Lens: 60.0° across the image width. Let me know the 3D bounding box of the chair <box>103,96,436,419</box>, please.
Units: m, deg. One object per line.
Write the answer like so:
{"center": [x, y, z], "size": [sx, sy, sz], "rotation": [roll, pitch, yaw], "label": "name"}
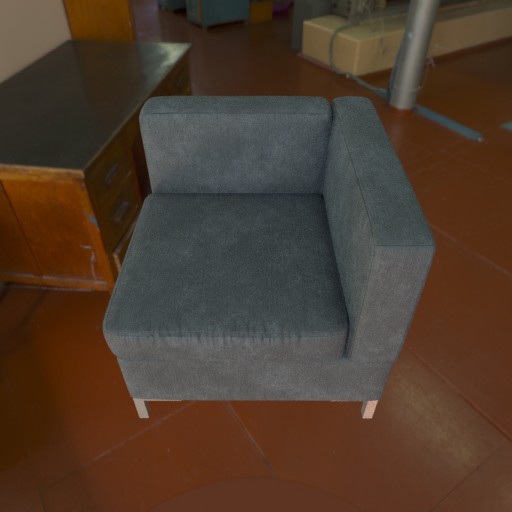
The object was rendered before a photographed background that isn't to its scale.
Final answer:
{"center": [0.000, 0.000, 1.228], "size": [0.680, 0.660, 0.680], "rotation": [0, 42, 0], "label": "chair"}
